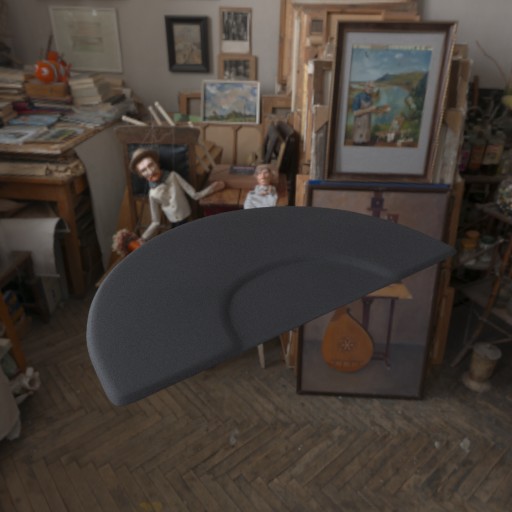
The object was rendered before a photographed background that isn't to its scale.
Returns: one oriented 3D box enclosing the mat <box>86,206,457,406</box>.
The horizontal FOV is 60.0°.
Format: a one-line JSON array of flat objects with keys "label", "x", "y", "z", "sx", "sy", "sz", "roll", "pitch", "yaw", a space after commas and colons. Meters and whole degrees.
[{"label": "mat", "x": 0.000, "y": 0.000, "z": 1.875, "sx": 1.525, "sy": 0.022, "sz": 0.917, "roll": -19, "pitch": 36, "yaw": -29}]
